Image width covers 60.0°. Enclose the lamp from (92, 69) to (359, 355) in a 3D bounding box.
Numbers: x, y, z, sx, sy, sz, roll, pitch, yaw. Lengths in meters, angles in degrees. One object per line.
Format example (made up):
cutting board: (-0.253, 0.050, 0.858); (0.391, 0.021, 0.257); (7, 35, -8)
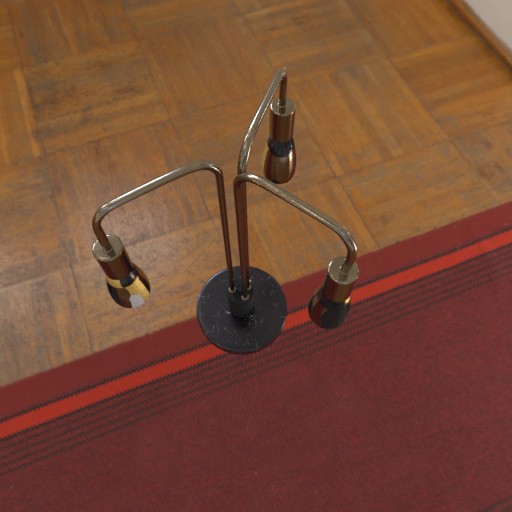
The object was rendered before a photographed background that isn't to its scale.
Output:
lamp: (0.000, 0.000, 0.778); (0.355, 0.560, 0.368); (21, 66, 10)
